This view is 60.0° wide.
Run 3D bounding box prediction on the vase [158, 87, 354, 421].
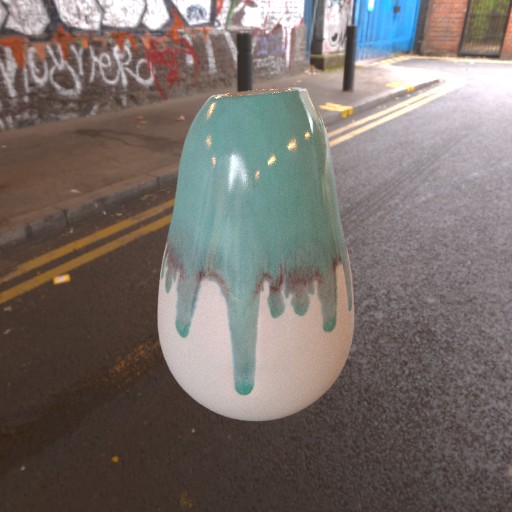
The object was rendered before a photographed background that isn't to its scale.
[{"bbox_3d":[0.000,0.000,0.248,0.116,0.179,0.116,0,29,0],"label":"vase"}]
